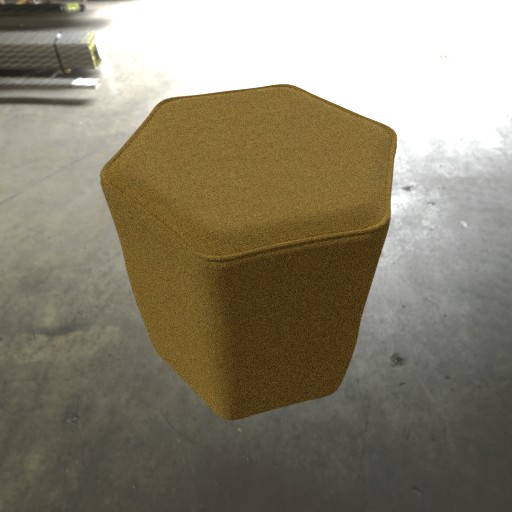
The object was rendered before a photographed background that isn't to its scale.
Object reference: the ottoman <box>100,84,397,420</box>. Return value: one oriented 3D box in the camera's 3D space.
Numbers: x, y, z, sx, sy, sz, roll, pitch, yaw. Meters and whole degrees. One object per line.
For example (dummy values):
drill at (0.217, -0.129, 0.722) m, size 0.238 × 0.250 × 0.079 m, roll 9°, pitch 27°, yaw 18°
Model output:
ottoman at (0.000, 0.000, 0.879) m, size 0.494 × 0.502 × 0.443 m, roll -11°, pitch 48°, yaw -10°
